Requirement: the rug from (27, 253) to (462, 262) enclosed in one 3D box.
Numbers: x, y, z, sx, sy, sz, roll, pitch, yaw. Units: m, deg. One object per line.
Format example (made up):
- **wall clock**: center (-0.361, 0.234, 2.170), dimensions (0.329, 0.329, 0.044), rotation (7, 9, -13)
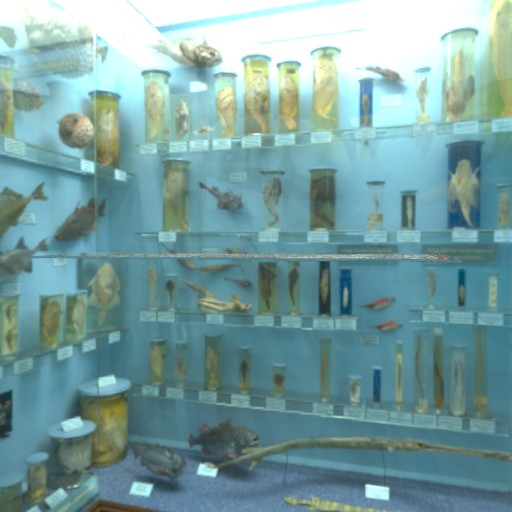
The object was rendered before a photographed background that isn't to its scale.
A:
- **rug**: center (0.000, 0.000, 2.320), dimensions (1.847, 0.014, 1.195), rotation (0, 1, 18)
